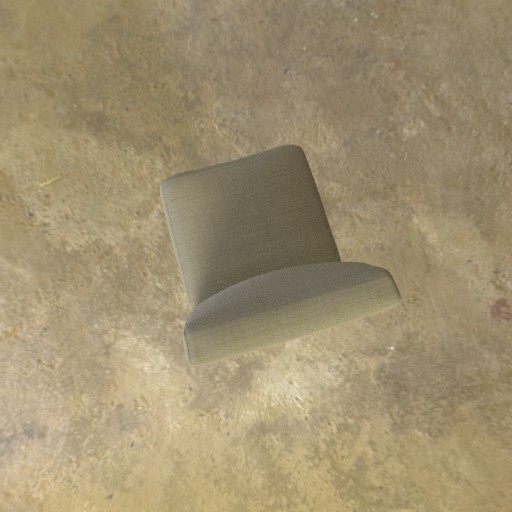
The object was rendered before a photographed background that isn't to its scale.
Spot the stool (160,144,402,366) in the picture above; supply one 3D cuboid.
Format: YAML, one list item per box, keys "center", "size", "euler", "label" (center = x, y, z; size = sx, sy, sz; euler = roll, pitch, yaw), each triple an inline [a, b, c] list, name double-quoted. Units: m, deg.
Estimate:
- center: [0.000, 0.000, 1.357]
  size: [0.459, 1.019, 0.570]
  euler: [-16, 77, -4]
  label: "stool"
